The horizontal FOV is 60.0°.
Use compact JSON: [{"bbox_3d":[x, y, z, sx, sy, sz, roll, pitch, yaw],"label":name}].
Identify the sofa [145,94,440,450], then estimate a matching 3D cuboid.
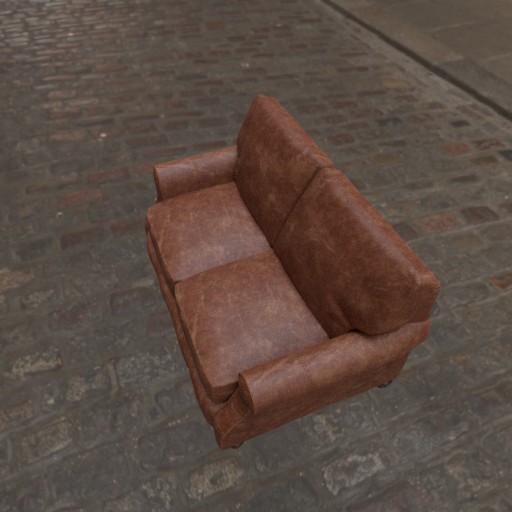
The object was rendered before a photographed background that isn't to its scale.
[{"bbox_3d":[0.000,0.000,2.272,0.990,0.967,1.616,-16,49,-15],"label":"sofa"}]
